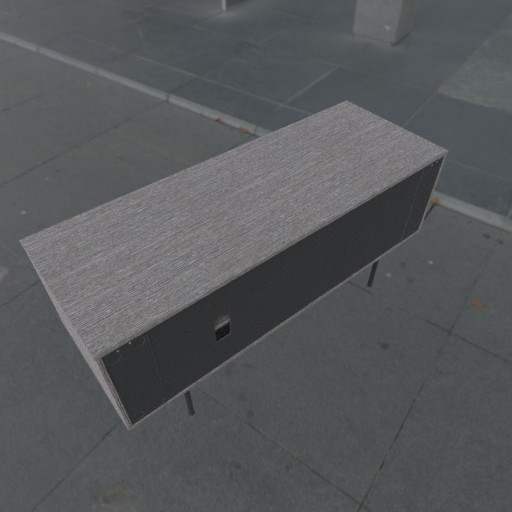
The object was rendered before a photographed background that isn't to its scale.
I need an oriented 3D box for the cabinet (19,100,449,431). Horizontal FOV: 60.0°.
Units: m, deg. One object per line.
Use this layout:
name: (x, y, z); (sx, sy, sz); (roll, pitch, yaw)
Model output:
cabinet: (0.000, 0.000, 1.589); (1.300, 0.599, 0.500); (-30, 53, -26)
